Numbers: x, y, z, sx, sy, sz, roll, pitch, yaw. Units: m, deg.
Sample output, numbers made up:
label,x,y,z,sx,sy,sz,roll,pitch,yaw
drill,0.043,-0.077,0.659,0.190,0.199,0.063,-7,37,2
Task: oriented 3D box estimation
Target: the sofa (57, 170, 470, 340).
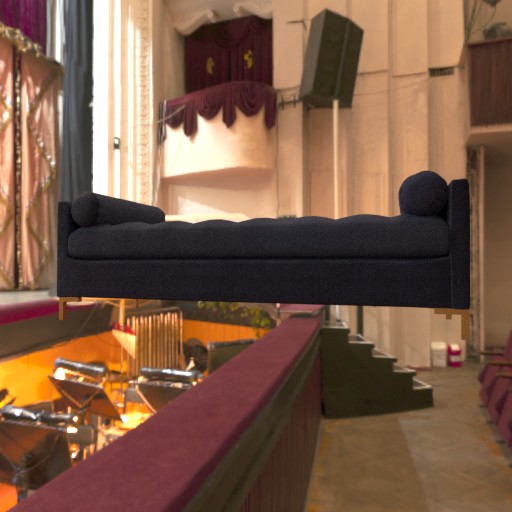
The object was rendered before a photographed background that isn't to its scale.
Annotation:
label,x,y,z,sx,sy,sz,roll,pitch,yaw
sofa,0.000,0.000,2.473,2.102,0.705,0.796,0,-1,19
